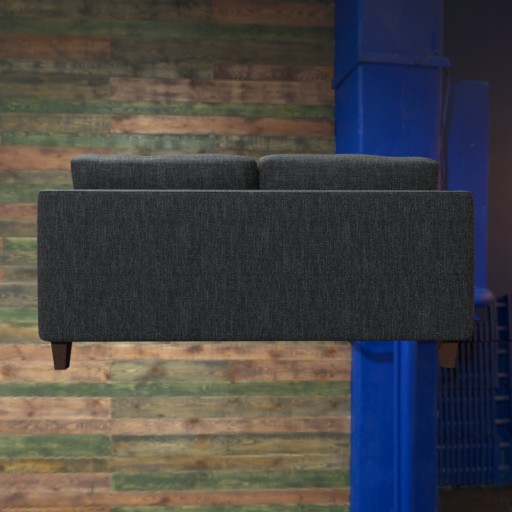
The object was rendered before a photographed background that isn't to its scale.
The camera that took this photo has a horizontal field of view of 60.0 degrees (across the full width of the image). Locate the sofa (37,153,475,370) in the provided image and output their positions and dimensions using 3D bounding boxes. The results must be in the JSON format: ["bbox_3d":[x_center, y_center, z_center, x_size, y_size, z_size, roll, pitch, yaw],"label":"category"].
[{"bbox_3d":[0.000,0.000,2.335,1.884,0.963,0.950,0,1,-1],"label":"sofa"}]
